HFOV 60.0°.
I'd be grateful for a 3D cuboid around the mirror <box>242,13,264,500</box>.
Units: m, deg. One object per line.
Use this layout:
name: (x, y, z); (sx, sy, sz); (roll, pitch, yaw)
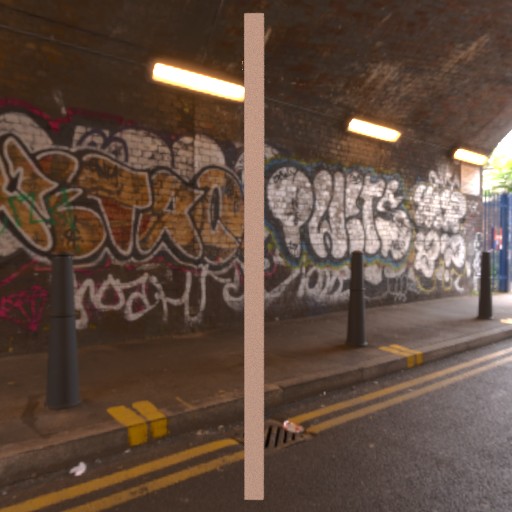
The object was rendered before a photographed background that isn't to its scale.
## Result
mirror: (0.000, 0.000, 1.137); (0.041, 0.915, 0.609); (0, 1, 1)
